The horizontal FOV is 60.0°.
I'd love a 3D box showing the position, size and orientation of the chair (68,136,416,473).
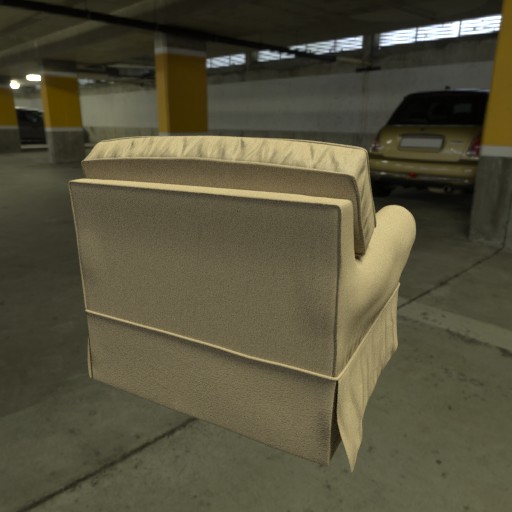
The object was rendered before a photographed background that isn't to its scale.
[{"bbox_3d":[0.000,0.000,1.757,1.096,0.937,0.903,9,19,27],"label":"chair"}]
